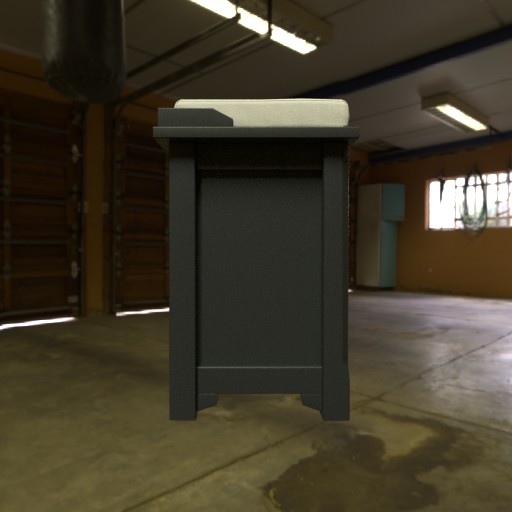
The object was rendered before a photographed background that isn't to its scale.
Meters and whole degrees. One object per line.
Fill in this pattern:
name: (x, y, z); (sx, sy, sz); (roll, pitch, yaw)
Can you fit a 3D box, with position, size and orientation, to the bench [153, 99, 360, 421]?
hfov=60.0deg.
bench: (0.000, 0.000, 1.226); (0.345, 0.561, 0.973); (0, 1, 0)
